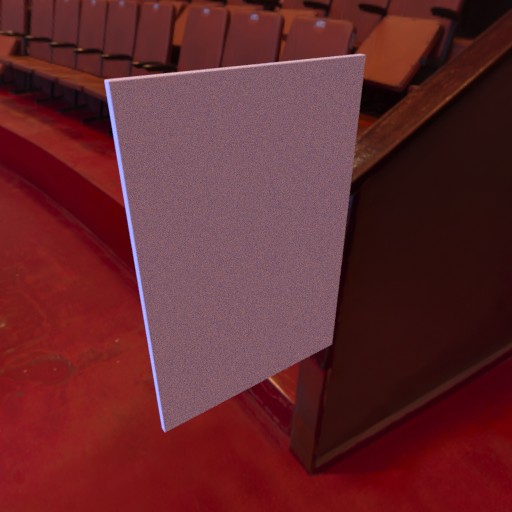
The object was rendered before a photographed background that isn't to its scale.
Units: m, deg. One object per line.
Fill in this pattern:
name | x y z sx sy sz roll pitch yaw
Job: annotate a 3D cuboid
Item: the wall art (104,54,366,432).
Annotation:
wall art | 0.000 0.000 0.604 0.329 0.482 0.011 -20 36 -29
